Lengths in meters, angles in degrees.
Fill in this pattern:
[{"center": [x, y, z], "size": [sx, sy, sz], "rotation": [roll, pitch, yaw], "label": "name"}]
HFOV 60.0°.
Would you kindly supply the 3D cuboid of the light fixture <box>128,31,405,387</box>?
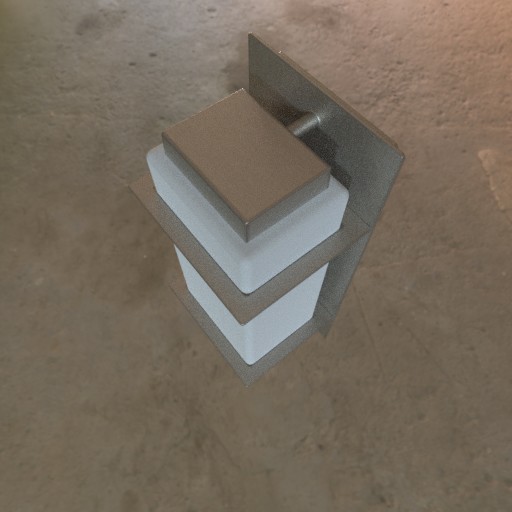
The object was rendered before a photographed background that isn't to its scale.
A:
[{"center": [0.000, 0.000, 0.475], "size": [0.160, 0.380, 0.168], "rotation": [-35, 67, -17], "label": "light fixture"}]
